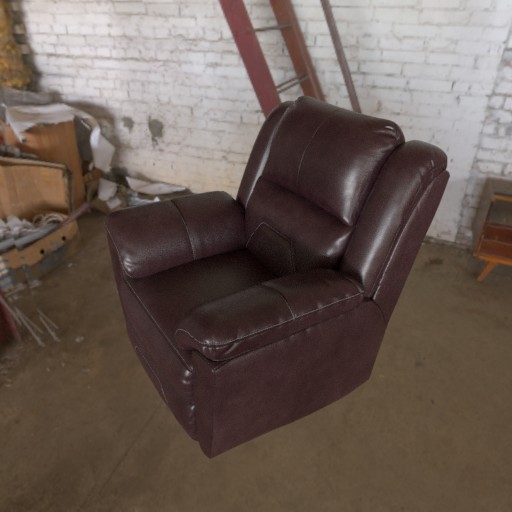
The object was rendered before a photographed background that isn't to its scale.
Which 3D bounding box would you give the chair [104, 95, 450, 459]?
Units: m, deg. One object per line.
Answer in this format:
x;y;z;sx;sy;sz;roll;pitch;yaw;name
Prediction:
0.000;0.000;1.826;1.041;1.093;0.990;-19;37;-28;chair
